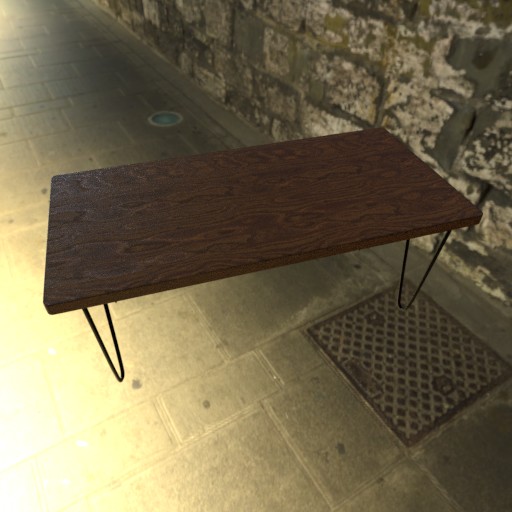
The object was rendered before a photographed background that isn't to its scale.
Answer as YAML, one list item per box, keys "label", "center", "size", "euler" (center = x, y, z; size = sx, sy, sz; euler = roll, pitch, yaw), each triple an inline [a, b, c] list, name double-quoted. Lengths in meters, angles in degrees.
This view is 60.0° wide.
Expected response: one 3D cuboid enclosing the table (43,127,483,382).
- label: "table"
  center: [0.000, 0.000, 2.267]
  size: [1.791, 0.753, 0.883]
  euler: [-12, 43, -13]
